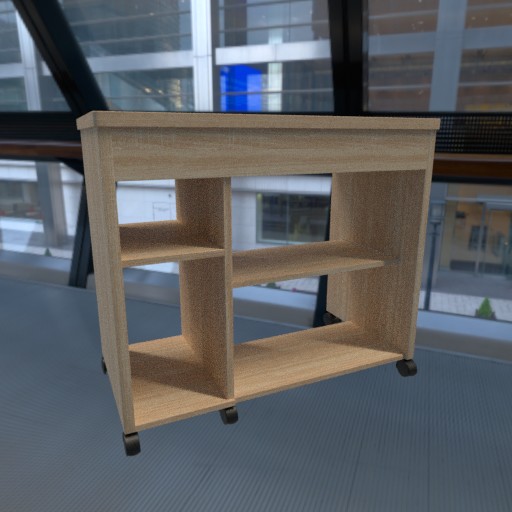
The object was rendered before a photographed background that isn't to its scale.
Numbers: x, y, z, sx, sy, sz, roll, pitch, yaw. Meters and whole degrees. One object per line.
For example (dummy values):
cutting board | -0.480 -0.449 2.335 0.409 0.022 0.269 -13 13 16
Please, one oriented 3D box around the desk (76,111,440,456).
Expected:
desk | 0.000 0.000 1.304 0.884 0.770 0.480 -7 17 -24
